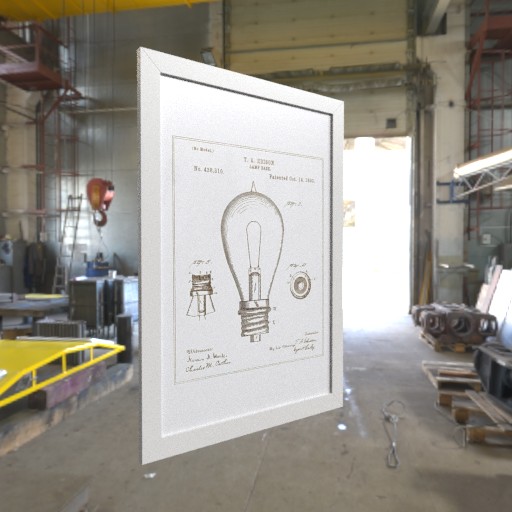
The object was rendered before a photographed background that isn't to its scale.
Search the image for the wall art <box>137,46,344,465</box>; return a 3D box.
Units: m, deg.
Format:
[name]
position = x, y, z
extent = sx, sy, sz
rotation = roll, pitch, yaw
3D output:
[wall art]
position = 0.000, 0.000, 0.600
extent = 0.325, 0.474, 0.010
rotation = -1, 1, -35
